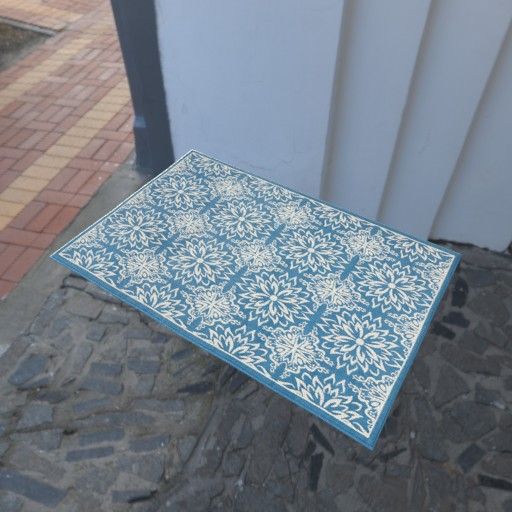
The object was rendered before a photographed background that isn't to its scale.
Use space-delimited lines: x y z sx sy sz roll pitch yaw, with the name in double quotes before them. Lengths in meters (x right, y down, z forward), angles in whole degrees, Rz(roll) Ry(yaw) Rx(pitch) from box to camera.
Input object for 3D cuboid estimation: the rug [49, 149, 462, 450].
"rug" 0.000 0.000 3.561 2.769 0.018 1.830 25 52 22
